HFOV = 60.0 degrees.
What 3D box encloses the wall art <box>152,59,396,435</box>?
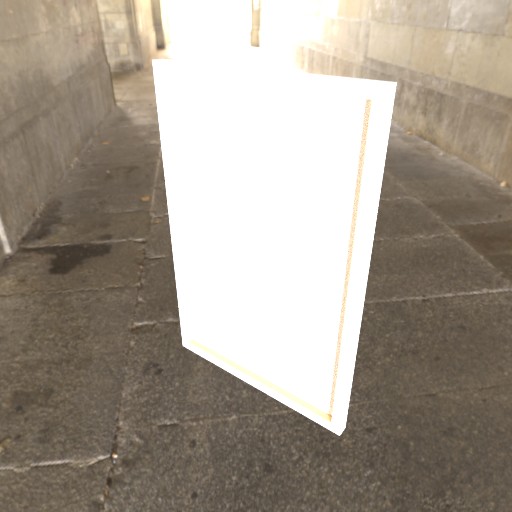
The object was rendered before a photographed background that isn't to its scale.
[{"bbox_3d":[0.000,0.000,1.165,0.607,0.912,0.038,21,36,32],"label":"wall art"}]
